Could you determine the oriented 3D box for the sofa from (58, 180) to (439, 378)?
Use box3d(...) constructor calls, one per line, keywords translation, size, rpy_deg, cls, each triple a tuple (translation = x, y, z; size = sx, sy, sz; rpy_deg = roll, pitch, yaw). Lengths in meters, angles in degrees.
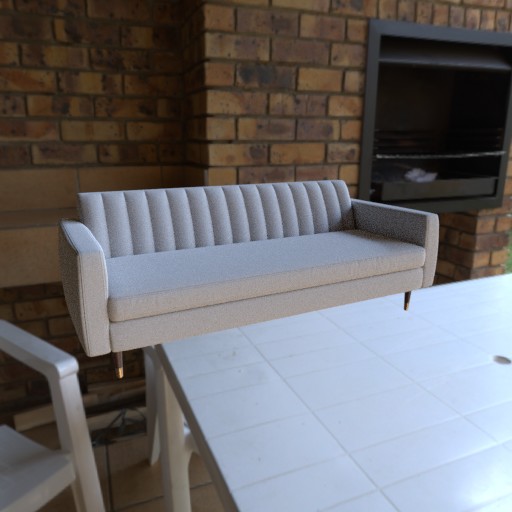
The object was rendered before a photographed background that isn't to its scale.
box3d(translation=(0.000, 0.000, 2.844), size=(2.291, 0.821, 0.990), rpy_deg=(-8, 17, -26), cls="sofa")
